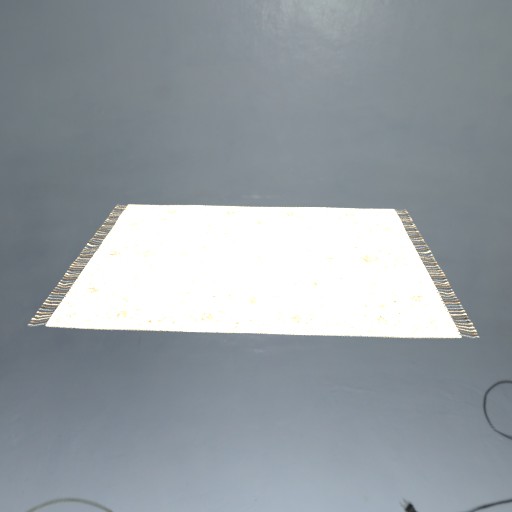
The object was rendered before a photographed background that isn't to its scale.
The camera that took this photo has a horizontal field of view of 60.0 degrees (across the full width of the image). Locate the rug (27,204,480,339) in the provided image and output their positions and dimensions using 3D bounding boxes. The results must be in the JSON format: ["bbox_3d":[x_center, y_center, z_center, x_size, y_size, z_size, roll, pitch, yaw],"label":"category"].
[{"bbox_3d":[0.000,0.000,2.325,1.861,0.017,1.218,1,31,2],"label":"rug"}]
